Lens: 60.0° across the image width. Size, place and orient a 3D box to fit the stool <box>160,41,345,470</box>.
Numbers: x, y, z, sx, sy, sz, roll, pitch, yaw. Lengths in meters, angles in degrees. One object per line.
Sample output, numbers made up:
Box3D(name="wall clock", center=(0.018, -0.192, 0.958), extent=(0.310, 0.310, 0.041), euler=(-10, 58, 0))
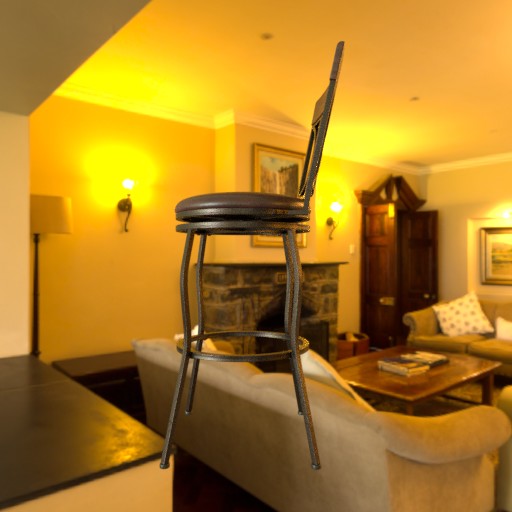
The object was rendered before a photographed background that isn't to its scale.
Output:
Box3D(name="stool", center=(0.000, 0.000, 1.388), extent=(0.513, 1.130, 0.448), euler=(0, 0, 0))
